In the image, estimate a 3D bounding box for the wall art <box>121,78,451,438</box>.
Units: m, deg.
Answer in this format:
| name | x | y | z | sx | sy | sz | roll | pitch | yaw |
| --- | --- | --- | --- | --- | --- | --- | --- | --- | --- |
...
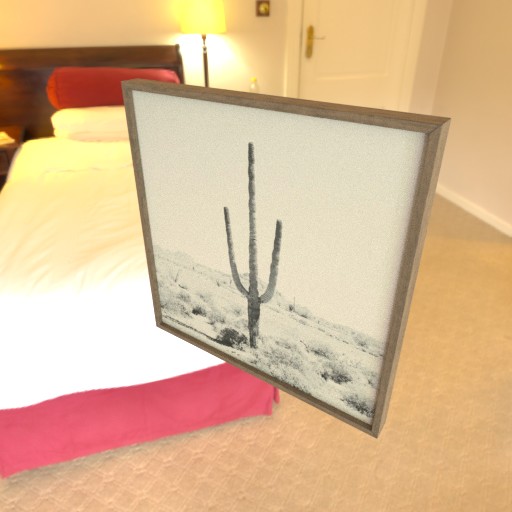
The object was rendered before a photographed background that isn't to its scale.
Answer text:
| name | x | y | z | sx | sy | sz | roll | pitch | yaw |
| --- | --- | --- | --- | --- | --- | --- | --- | --- | --- |
| wall art | 0.000 | 0.000 | 0.737 | 0.508 | 0.508 | 0.038 | 19 | 35 | 29 |
